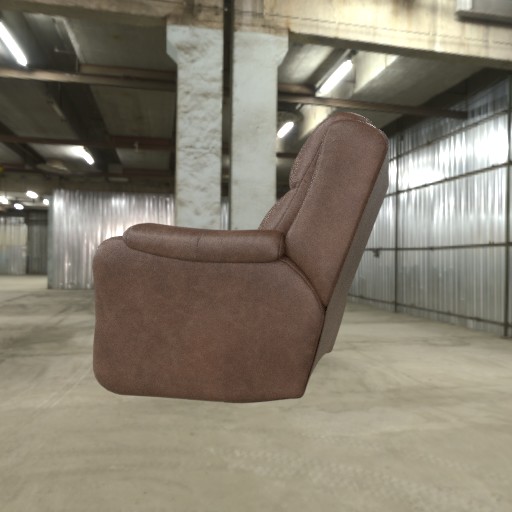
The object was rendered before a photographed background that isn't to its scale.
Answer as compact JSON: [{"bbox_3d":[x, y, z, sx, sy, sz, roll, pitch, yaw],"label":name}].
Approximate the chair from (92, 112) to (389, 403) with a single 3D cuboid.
[{"bbox_3d":[0.000,0.000,1.852,1.067,0.990,0.940,0,-1,17],"label":"chair"}]
